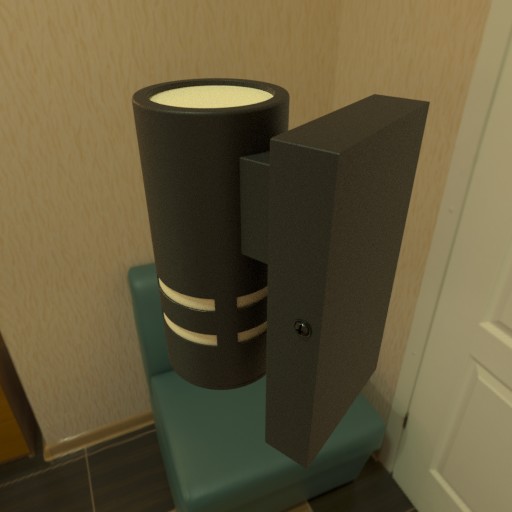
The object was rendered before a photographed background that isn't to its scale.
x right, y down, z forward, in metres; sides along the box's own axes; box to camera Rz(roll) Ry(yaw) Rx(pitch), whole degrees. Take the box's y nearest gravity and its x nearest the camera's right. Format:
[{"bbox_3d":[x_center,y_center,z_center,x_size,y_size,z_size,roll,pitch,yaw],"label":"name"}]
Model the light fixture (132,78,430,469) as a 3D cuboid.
[{"bbox_3d":[0.000,0.000,0.262,0.138,0.179,0.098,21,38,30],"label":"light fixture"}]
